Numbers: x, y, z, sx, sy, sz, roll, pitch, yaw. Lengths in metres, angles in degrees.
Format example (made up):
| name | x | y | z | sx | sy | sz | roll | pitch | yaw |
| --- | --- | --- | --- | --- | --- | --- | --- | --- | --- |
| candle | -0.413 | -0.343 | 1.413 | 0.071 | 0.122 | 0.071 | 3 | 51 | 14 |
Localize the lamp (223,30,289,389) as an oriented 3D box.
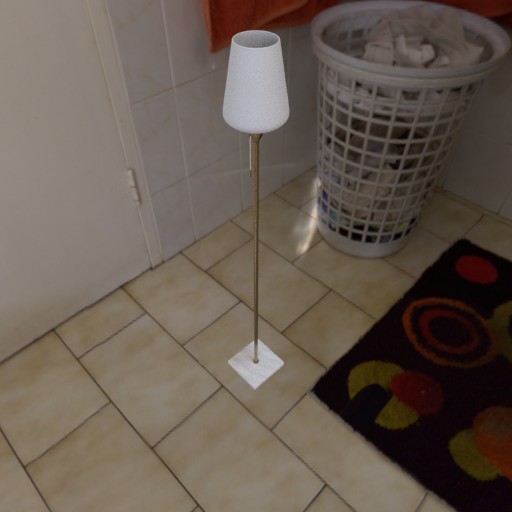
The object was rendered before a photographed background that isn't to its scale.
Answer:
| name | x | y | z | sx | sy | sz | roll | pitch | yaw |
| --- | --- | --- | --- | --- | --- | --- | --- | --- | --- |
| lamp | 0.000 | 0.000 | 1.941 | 0.232 | 1.813 | 0.229 | -34 | 55 | -28 |
